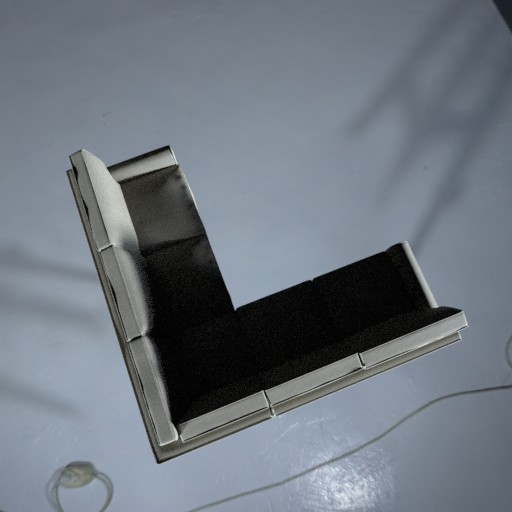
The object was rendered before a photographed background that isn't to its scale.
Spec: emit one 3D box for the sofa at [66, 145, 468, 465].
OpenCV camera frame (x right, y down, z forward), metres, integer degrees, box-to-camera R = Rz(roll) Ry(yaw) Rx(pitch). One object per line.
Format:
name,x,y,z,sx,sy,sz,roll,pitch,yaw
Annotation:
sofa,0.000,0.000,4.006,2.618,1.081,2.623,-21,76,-5
